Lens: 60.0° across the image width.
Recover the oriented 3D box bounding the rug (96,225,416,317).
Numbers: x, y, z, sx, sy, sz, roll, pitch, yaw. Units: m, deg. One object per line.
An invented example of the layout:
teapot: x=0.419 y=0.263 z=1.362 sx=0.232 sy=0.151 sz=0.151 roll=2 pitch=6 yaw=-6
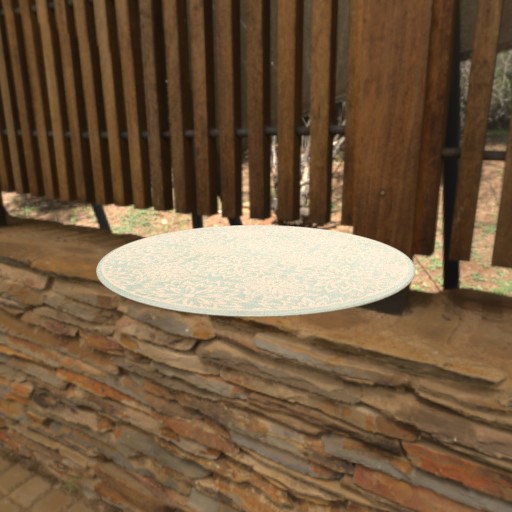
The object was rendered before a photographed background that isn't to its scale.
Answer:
rug: x=0.000 y=0.000 z=2.340 sx=1.593 sy=0.012 sz=1.593 roll=0 pitch=16 yaw=0
